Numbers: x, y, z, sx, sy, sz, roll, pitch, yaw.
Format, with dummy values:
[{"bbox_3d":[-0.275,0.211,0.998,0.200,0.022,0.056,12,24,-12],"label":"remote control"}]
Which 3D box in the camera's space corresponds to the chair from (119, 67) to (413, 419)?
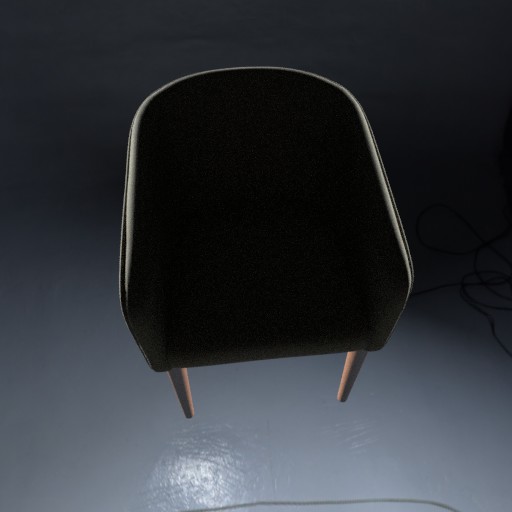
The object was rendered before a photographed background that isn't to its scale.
[{"bbox_3d":[0.000,0.000,1.205,0.584,0.775,0.616,-5,48,-4],"label":"chair"}]
